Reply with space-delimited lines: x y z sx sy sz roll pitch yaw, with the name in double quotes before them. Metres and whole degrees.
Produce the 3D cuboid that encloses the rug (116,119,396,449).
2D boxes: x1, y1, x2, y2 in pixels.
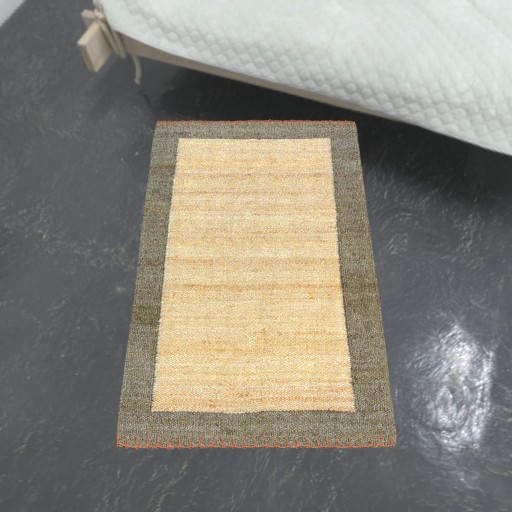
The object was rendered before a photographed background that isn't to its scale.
"rug" 0.000 0.000 2.294 1.220 0.019 1.838 0 64 0
